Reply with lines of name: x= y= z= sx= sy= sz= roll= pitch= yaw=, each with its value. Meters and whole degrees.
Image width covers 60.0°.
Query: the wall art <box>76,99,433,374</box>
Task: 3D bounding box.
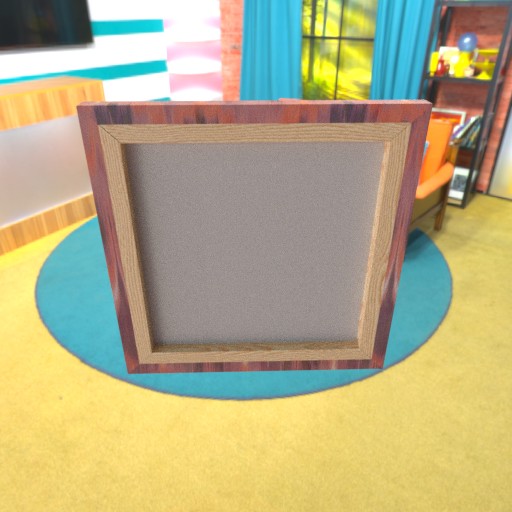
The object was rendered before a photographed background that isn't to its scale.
wall art: x=0.000 y=0.000 z=0.914 sx=0.603 sy=0.609 sz=0.037 roll=-1 pitch=30 yaw=-1
